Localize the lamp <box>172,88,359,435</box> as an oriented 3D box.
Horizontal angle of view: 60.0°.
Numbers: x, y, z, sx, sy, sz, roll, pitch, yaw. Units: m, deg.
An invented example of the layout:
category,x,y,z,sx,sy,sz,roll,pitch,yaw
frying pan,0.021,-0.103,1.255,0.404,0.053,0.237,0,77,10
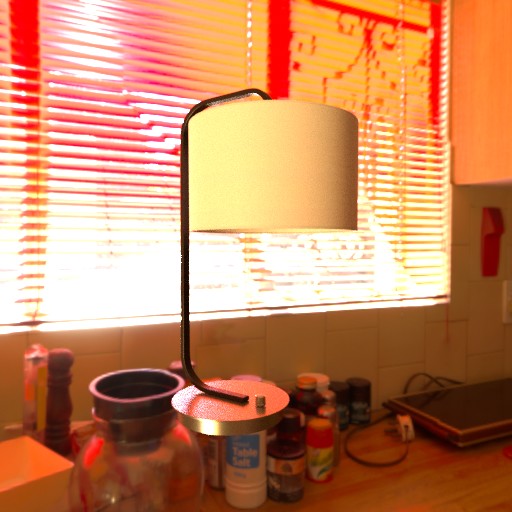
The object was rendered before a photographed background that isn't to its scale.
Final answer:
category,x,y,z,sx,sy,sz,roll,pitch,yaw
lamp,0.000,0.000,0.632,0.288,0.473,0.230,1,2,35
